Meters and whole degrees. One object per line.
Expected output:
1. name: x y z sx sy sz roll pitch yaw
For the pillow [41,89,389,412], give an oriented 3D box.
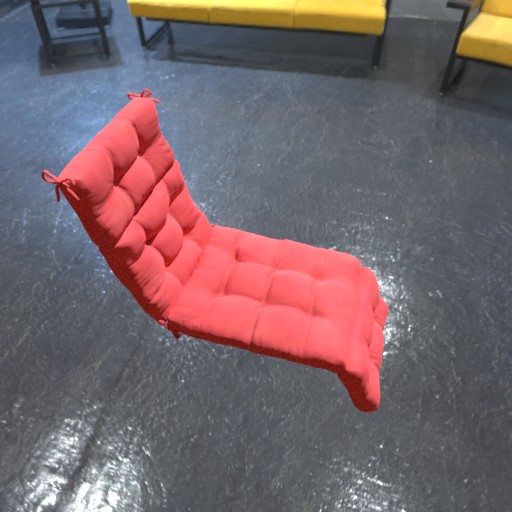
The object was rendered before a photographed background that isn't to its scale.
1. pillow: 0.000 0.000 1.503 1.016 0.863 0.526 12 47 11
